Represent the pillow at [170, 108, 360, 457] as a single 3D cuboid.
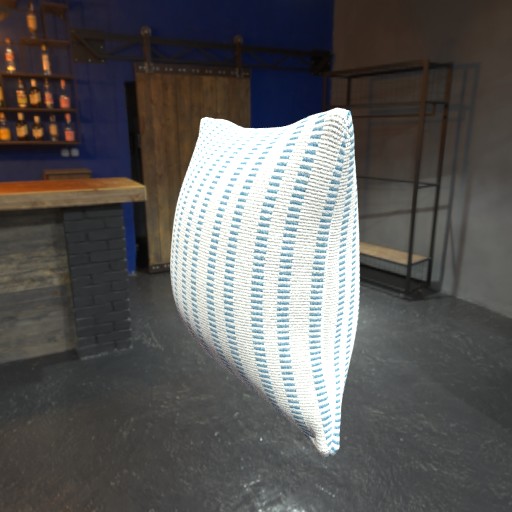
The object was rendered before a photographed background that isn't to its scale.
[{"bbox_3d":[0.000,0.000,0.684,0.247,0.419,0.438,-8,18,-24],"label":"pillow"}]
